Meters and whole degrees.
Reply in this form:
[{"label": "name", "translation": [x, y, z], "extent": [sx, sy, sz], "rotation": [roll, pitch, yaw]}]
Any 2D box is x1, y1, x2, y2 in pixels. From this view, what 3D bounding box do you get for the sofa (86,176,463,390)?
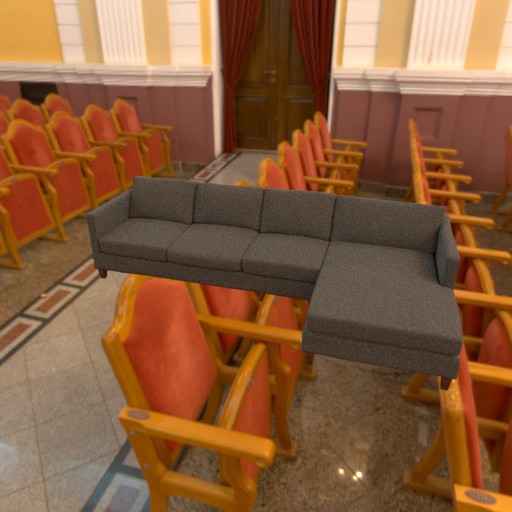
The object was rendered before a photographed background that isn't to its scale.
[{"label": "sofa", "translation": [0.000, 0.000, 3.830], "extent": [3.186, 0.846, 1.625], "rotation": [7, 27, 15]}]
